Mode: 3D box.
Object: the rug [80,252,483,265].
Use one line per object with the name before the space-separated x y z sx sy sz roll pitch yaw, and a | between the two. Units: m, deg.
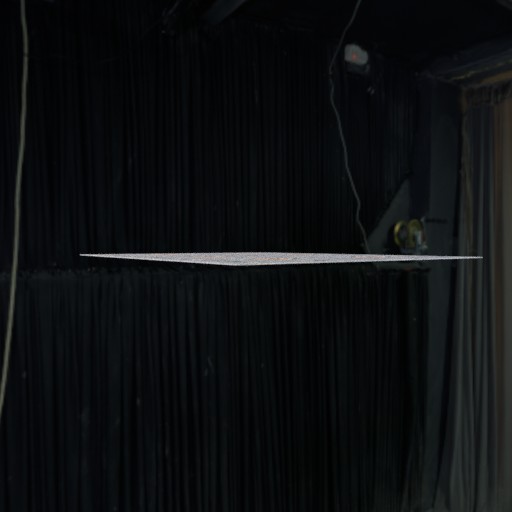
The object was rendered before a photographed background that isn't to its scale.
rug | 0.000 0.000 4.179 2.425 0.008 3.035 -1 2 -36
